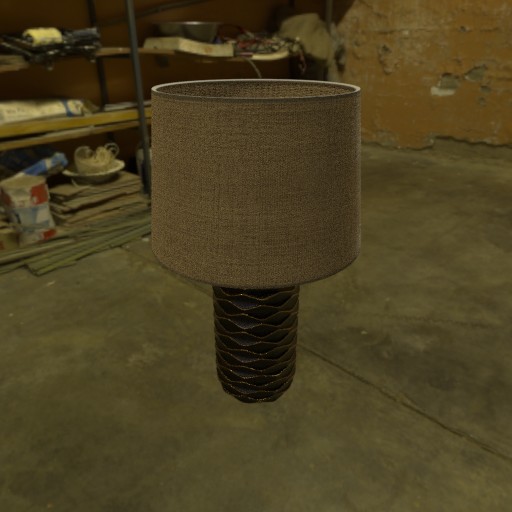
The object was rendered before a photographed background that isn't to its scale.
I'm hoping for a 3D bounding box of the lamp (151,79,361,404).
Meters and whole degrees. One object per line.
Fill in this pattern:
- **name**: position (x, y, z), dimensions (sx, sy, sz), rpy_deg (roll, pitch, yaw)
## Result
- **lamp**: position (0.000, 0.000, 0.830), dimensions (0.376, 0.594, 0.376), rpy_deg (0, 26, 0)
